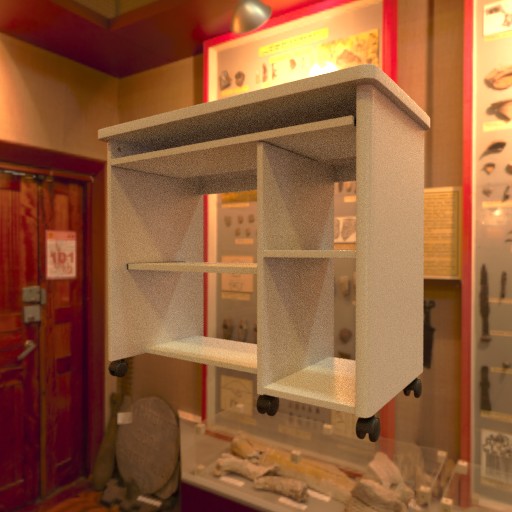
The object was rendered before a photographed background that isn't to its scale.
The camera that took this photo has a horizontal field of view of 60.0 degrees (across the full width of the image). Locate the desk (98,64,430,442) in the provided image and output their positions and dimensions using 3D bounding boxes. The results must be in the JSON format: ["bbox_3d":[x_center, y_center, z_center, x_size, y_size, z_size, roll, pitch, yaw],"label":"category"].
[{"bbox_3d":[0.000,0.000,1.301,0.877,0.763,0.475,1,1,35],"label":"desk"}]
